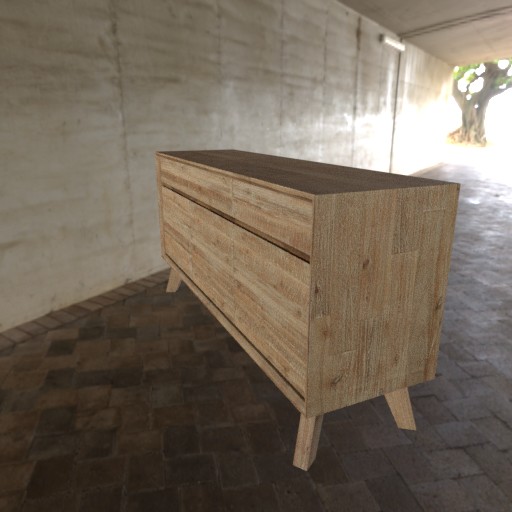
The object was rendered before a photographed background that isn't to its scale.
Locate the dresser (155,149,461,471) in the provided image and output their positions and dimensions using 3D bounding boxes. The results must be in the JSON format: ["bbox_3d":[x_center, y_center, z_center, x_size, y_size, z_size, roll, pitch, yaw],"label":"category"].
[{"bbox_3d":[0.000,0.000,1.895,0.455,0.788,1.602,-8,19,-24],"label":"dresser"}]
